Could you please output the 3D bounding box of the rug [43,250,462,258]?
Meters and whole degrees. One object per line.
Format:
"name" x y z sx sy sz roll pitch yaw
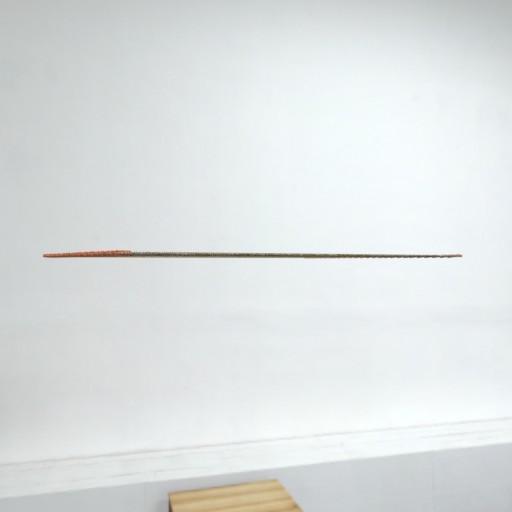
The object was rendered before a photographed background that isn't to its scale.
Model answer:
"rug" 0.000 0.000 2.291 1.838 0.019 1.220 0 -1 -35
